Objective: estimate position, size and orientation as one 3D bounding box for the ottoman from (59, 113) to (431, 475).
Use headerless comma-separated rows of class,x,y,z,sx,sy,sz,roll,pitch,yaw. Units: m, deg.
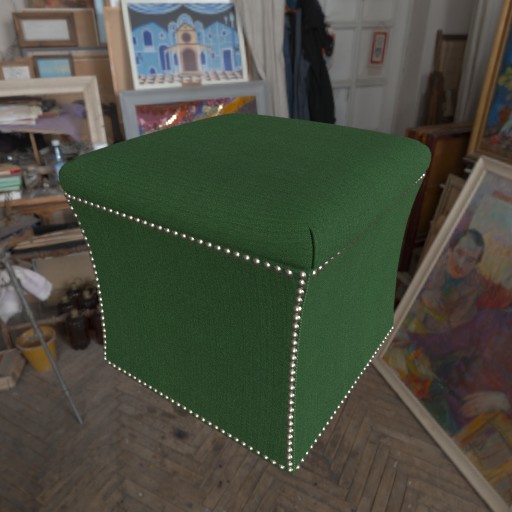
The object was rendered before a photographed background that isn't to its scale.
ottoman,0.000,0.000,0.886,0.507,0.475,0.497,19,34,30
